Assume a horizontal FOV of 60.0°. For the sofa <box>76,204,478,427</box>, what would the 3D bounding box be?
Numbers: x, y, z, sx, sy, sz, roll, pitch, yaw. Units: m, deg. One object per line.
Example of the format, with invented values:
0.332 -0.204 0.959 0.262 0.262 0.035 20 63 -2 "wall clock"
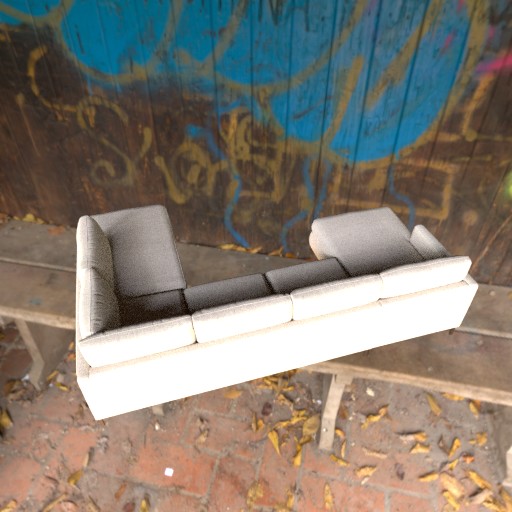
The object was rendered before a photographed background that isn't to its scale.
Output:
0.000 0.000 3.576 2.737 0.756 1.879 -11 43 -12 "sofa"
